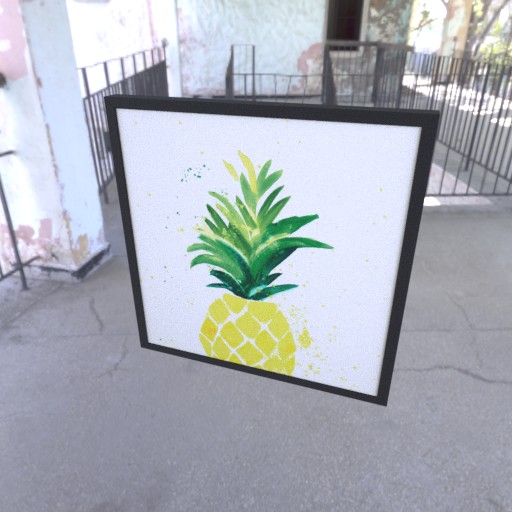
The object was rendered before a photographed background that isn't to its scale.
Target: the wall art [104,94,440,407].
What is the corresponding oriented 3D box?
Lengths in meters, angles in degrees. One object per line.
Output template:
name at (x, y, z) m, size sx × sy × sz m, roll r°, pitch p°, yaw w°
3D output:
wall art at (0.000, 0.000, 0.768) m, size 0.508 × 0.507 × 0.033 m, roll 9°, pitch 28°, yaw 17°
